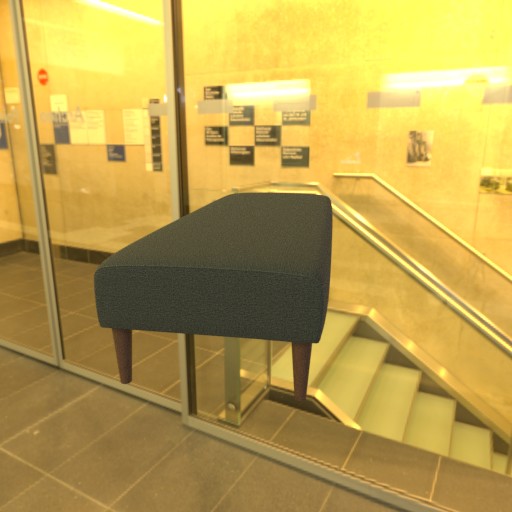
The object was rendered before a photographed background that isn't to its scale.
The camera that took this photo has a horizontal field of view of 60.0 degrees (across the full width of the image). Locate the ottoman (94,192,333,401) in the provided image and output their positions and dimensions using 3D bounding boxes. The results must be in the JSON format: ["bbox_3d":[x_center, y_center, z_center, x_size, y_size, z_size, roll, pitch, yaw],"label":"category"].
[{"bbox_3d":[0.000,0.000,1.928,0.646,0.393,1.609,3,15,10],"label":"ottoman"}]
